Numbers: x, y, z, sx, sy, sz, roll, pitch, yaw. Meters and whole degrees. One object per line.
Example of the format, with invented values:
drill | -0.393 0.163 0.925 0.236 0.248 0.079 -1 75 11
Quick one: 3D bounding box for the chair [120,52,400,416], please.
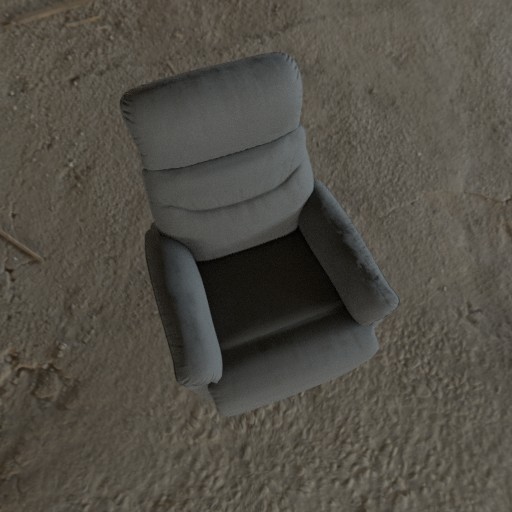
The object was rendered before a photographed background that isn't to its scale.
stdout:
chair | 0.000 0.000 1.707 0.820 1.037 1.004 -18 65 -9
